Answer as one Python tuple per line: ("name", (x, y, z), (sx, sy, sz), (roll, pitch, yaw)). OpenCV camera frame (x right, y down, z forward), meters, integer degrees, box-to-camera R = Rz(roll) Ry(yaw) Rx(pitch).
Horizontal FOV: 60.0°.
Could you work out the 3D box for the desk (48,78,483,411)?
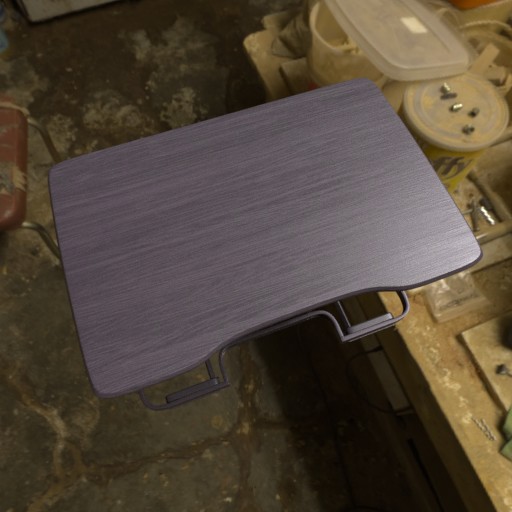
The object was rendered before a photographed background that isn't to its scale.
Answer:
("desk", (0.000, 0.000, 1.149), (0.820, 0.470, 0.546), (-19, 66, -8))
